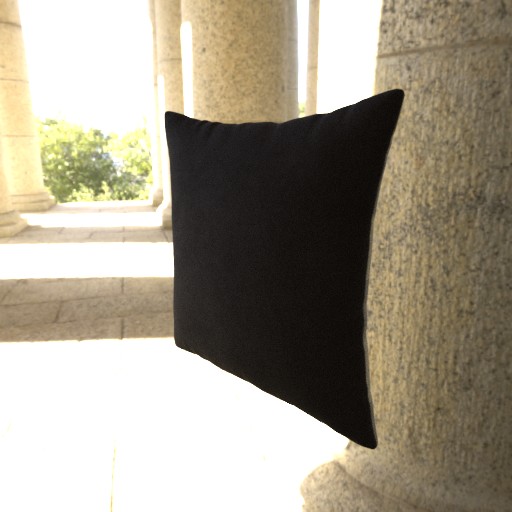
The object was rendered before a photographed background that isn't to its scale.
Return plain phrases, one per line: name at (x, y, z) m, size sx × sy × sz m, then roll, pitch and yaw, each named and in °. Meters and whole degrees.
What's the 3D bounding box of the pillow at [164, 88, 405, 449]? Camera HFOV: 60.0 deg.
pillow at (0.000, 0.000, 0.774) m, size 0.161 × 0.509 × 0.511 m, roll -13°, pitch 19°, yaw -43°
